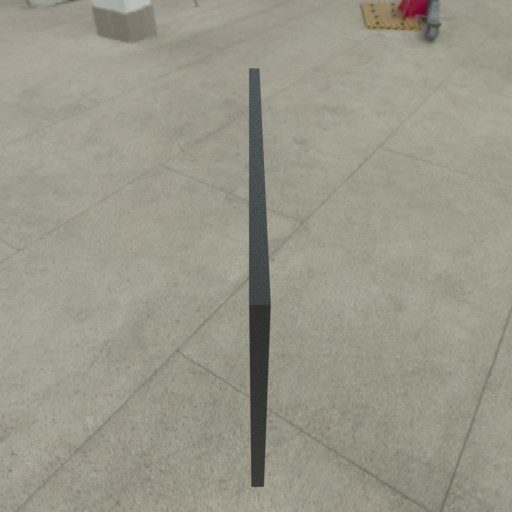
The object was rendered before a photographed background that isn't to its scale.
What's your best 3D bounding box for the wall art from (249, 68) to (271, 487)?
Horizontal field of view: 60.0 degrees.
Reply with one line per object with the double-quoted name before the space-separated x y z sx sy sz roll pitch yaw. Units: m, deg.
"wall art" 0.000 0.000 0.553 0.016 0.306 0.432 0 42 0
